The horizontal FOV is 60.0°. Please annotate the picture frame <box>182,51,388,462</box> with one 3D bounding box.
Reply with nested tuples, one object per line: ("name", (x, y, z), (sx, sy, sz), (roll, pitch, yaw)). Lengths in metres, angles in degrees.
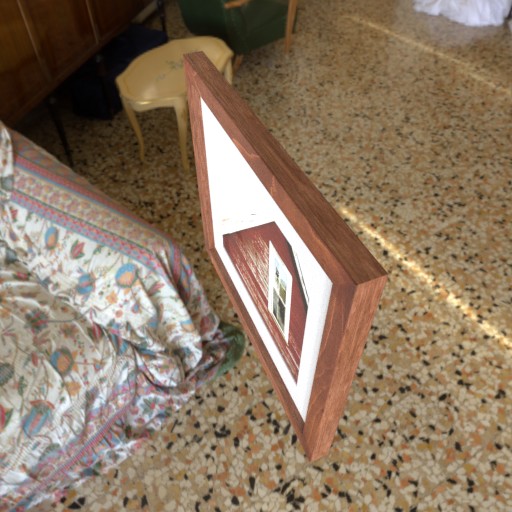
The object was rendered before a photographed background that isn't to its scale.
("picture frame", (0.000, 0.000, 0.525), (0.025, 0.330, 0.381), (-17, 49, -16))
